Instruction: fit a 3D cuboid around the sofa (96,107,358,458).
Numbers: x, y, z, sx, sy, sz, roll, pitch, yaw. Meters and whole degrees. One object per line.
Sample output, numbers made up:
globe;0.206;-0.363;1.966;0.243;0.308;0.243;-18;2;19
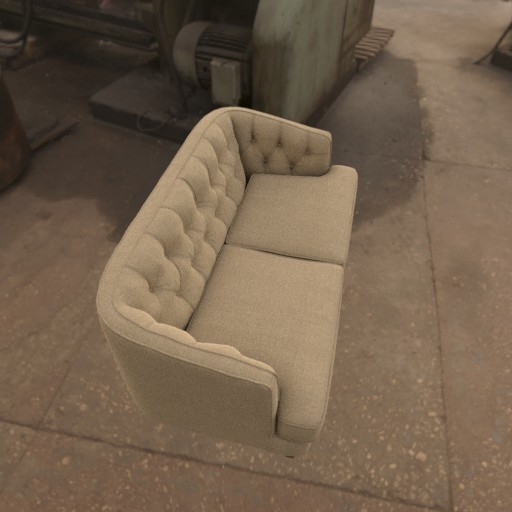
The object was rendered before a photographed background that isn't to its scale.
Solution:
sofa;0.000;0.000;2.318;0.941;0.855;1.733;10;47;9
